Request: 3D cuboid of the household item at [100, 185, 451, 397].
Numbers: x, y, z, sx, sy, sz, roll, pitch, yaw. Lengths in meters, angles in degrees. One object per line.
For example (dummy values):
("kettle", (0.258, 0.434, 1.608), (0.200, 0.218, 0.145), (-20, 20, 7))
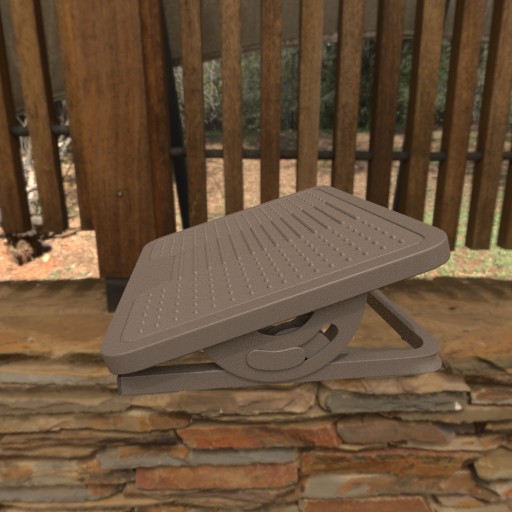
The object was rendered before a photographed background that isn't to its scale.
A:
("household item", (0.000, 0.000, 0.529), (0.301, 0.126, 0.390), (-2, 16, -7))
